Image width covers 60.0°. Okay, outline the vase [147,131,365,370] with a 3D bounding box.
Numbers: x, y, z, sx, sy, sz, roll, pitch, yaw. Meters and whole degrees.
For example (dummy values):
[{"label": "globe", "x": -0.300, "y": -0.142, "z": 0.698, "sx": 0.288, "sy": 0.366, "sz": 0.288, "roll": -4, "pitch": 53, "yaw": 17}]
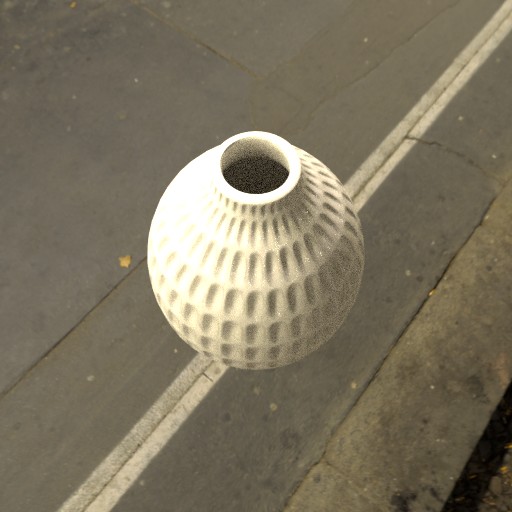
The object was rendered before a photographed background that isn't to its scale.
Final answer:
[{"label": "vase", "x": 0.000, "y": 0.000, "z": 0.339, "sx": 0.162, "sy": 0.223, "sz": 0.162, "roll": 0, "pitch": 63, "yaw": 0}]
